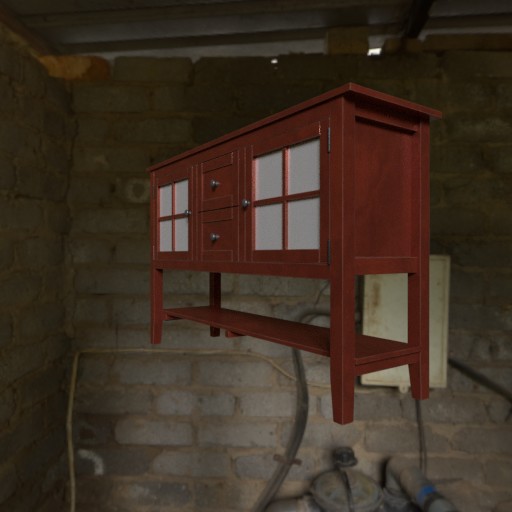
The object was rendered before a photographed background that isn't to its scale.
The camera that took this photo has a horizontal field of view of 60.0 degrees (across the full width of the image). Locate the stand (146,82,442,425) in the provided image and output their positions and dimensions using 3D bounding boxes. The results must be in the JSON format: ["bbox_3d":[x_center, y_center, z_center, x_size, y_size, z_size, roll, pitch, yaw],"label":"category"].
[{"bbox_3d":[0.000,0.000,1.775,0.410,0.872,1.362,0,0,-35],"label":"stand"}]
